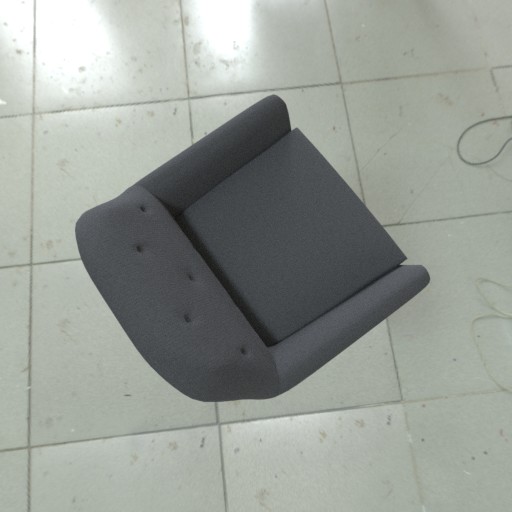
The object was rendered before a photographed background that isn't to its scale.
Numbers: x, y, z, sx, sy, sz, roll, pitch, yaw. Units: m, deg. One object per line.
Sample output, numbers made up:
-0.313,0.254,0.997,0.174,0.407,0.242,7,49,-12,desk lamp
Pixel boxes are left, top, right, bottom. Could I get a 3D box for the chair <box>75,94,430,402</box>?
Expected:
0.000,0.000,1.402,0.779,0.800,0.770,-35,78,-9,chair
